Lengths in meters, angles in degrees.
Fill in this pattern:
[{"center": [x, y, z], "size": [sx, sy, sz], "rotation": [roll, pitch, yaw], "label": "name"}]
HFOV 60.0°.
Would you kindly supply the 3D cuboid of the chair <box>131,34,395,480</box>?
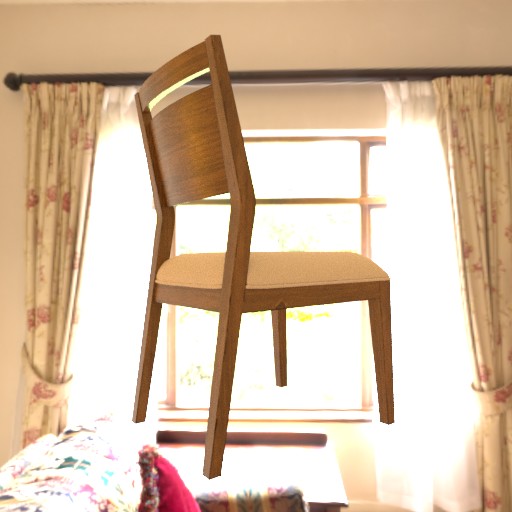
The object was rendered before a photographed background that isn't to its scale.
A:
[{"center": [0.000, 0.000, 1.265], "size": [0.610, 0.939, 0.497], "rotation": [1, -1, -37], "label": "chair"}]
